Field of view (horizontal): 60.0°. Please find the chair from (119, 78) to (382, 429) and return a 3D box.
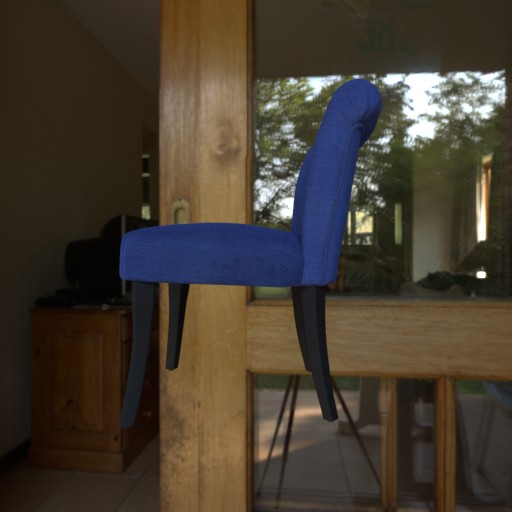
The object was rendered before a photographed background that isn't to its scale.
[{"bbox_3d":[0.000,0.000,1.208,0.606,0.753,0.585,0,0,1],"label":"chair"}]
